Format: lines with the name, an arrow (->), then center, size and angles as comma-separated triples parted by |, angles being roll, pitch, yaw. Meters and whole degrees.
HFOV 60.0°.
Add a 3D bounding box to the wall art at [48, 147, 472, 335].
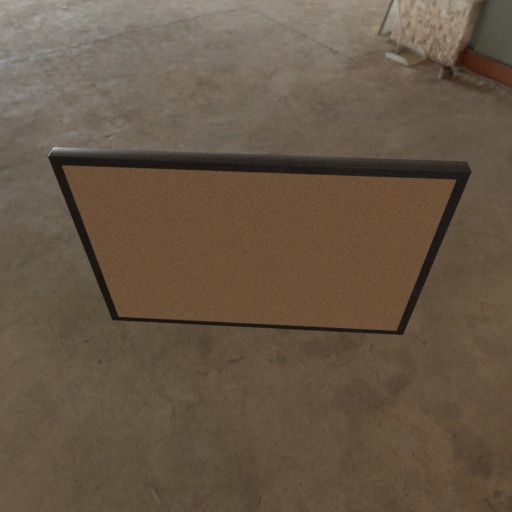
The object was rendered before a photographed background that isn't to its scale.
wall art -> 0.000, 0.000, 1.181 | 0.912, 0.612, 0.038 | 3, 46, 2
